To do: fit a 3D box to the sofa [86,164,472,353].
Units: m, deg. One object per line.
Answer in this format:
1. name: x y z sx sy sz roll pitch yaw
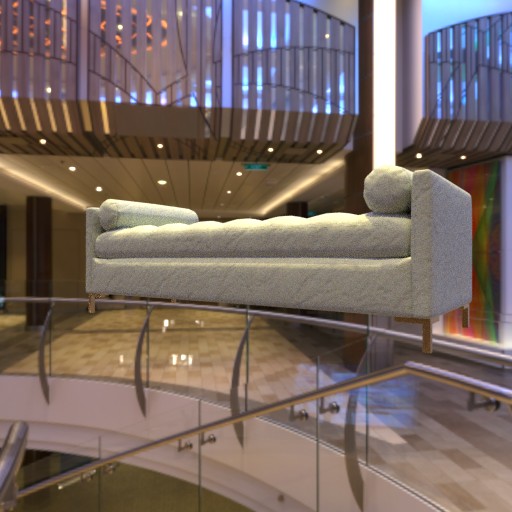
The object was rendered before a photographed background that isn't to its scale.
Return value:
1. sofa: 0.000 0.000 2.477 2.102 0.705 0.796 0 0 36
